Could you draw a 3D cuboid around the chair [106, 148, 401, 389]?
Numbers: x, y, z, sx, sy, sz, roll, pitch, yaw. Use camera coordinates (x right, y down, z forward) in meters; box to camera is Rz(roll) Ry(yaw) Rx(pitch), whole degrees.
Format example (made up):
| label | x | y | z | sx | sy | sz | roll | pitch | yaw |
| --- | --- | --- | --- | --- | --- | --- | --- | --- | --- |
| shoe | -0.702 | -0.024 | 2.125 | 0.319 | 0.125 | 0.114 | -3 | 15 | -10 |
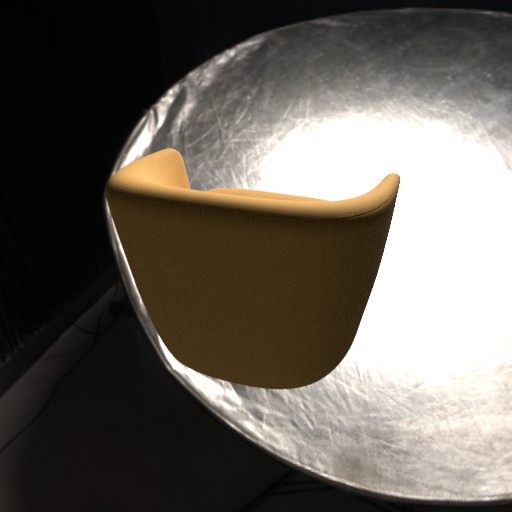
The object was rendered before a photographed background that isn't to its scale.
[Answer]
| label | x | y | z | sx | sy | sz | roll | pitch | yaw |
| --- | --- | --- | --- | --- | --- | --- | --- | --- | --- |
| chair | 0.000 | 0.000 | 1.363 | 0.773 | 0.698 | 0.767 | 9 | 34 | 15 |
